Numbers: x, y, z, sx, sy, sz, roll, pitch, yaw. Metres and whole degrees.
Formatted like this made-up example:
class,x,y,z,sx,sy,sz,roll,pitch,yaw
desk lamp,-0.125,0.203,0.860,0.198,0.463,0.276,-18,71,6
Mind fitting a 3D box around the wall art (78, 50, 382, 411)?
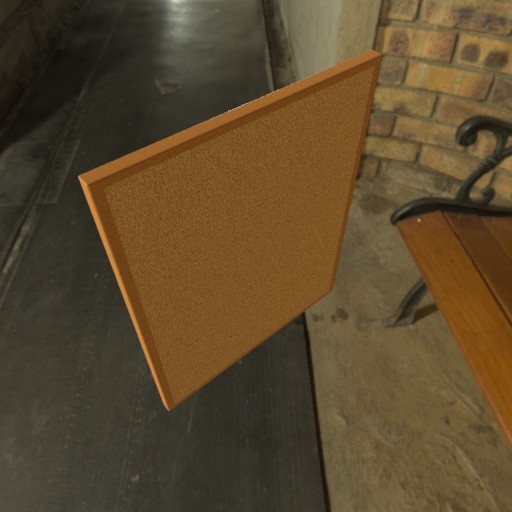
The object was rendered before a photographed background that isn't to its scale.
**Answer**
class,x,y,z,sx,sy,sz,roll,pitch,yaw
wall art,0.000,0.000,0.510,0.310,0.379,0.015,-32,56,-25
